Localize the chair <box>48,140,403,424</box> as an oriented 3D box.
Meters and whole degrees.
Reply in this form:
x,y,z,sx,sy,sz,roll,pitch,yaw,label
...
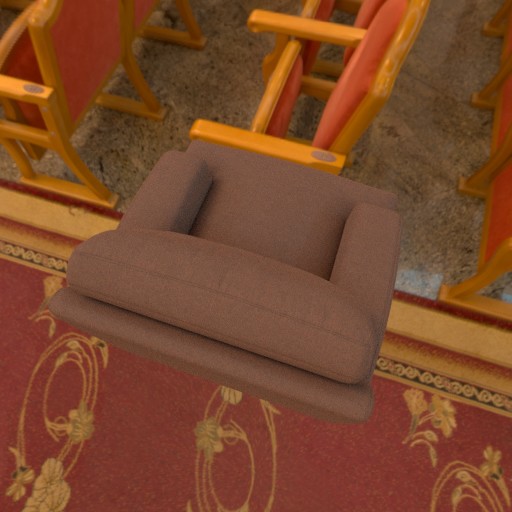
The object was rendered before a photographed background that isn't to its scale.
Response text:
x,y,z,sx,sy,sz,roll,pitch,yaw,label
0.000,0.000,1.914,1.168,0.940,1.143,17,65,8,chair
